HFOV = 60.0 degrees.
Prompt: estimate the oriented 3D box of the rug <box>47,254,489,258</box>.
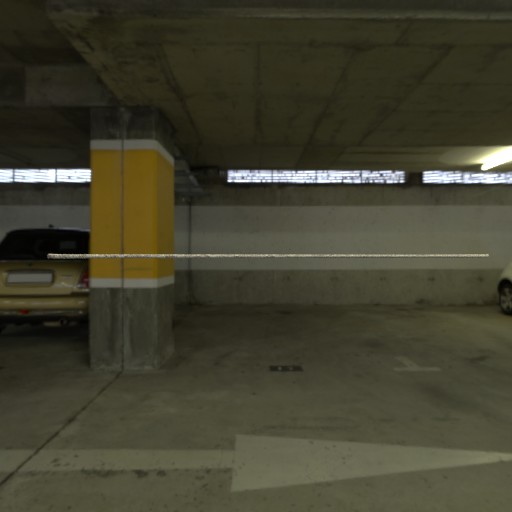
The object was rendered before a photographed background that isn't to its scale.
[{"bbox_3d":[0.000,0.000,2.293,1.832,0.016,1.224,0,0,-19],"label":"rug"}]
